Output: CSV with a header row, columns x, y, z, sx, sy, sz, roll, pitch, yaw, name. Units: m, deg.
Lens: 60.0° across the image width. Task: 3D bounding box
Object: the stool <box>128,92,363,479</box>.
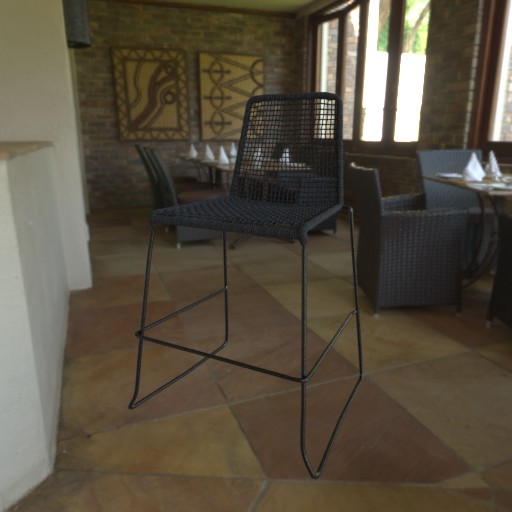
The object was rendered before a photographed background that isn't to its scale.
x,y,z,sx,sy,sz,roll,pitch,yaw,name
0.000,0.000,1.258,0.590,0.905,0.509,8,17,27,stool
